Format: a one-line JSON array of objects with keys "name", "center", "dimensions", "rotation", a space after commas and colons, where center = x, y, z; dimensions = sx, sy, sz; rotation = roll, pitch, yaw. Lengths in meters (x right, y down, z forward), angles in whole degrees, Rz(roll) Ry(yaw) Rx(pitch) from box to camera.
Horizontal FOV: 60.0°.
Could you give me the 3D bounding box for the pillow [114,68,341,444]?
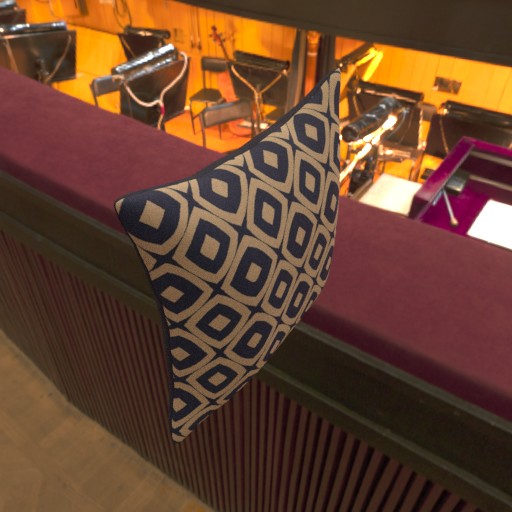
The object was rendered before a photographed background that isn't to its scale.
[{"name": "pillow", "center": [0.000, 0.000, 0.760], "dimensions": [0.188, 0.494, 0.504], "rotation": [24, 46, 25]}]
